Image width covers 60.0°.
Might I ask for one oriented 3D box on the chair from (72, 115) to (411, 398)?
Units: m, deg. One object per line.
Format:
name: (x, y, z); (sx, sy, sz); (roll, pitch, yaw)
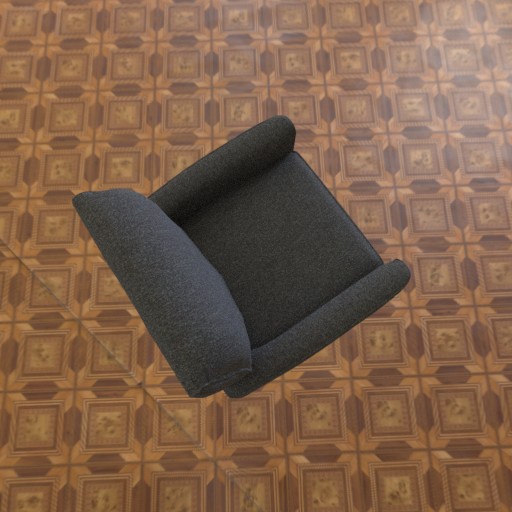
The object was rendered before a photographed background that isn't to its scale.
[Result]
chair: (0.000, 0.000, 1.675); (0.850, 1.016, 0.839); (-33, 77, -9)
